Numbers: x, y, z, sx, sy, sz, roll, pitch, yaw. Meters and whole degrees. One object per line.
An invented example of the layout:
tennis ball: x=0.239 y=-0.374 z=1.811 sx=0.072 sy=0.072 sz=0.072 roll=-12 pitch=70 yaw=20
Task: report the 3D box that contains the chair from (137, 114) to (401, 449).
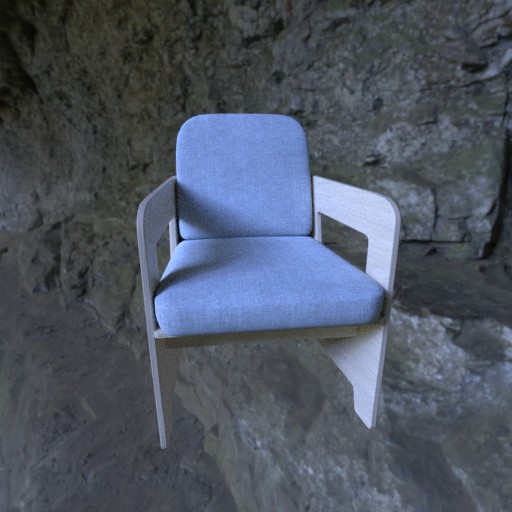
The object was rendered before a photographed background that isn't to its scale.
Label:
chair: x=0.000 y=0.000 z=1.283 sx=0.590 sy=0.800 sz=0.710 roll=-2 pitch=16 yaw=-8
